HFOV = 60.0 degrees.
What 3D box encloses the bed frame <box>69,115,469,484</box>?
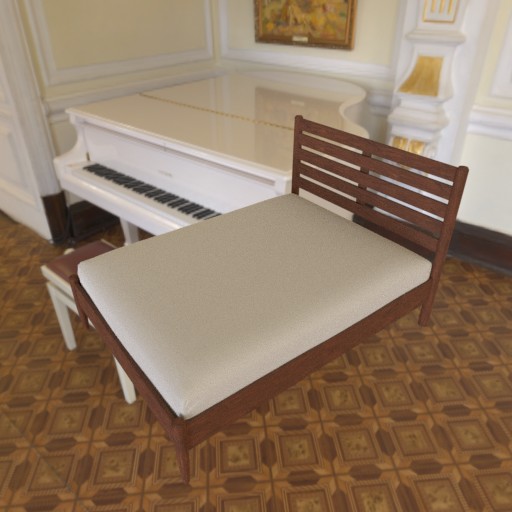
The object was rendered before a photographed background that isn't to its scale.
[{"bbox_3d":[0.000,0.000,3.186,2.234,1.321,1.655,-22,38,-31],"label":"bed frame"}]
